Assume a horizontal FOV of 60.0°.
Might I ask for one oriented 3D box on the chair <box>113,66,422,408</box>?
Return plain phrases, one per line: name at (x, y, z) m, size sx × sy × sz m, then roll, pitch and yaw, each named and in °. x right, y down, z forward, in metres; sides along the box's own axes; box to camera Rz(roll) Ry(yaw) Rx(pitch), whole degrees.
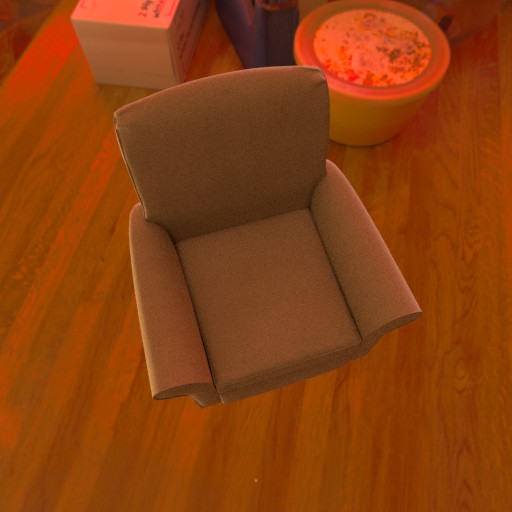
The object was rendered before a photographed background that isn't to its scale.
chair at (0.000, 0.000, 1.762) m, size 0.978 × 1.061 × 0.905 m, roll -15°, pitch 64°, yaw -8°
